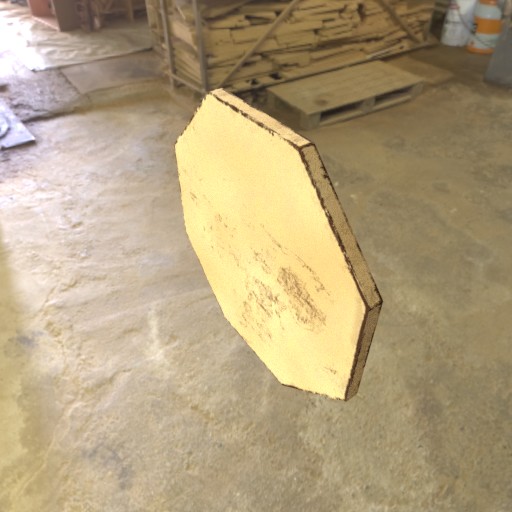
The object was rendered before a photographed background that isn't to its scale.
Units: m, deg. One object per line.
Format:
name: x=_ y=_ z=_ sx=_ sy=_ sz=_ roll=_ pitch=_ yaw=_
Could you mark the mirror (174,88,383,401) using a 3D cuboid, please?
mirror: x=0.000 y=0.000 z=0.971 sx=0.031 sy=0.648 sz=0.648 roll=-25 pitch=47 yaw=-25
